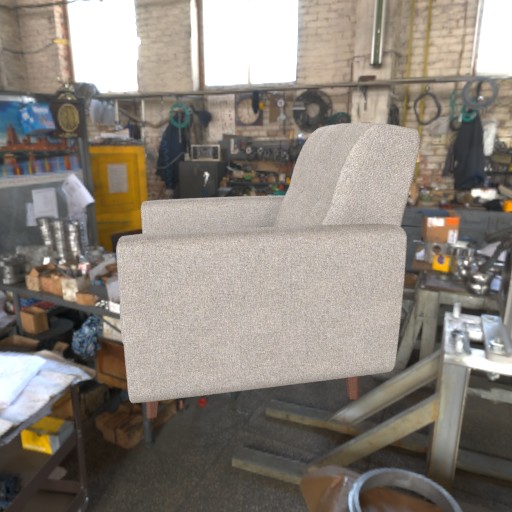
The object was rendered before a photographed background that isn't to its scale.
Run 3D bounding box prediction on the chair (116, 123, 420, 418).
[{"bbox_3d":[0.000,0.000,1.686,0.942,0.968,0.845,-2,15,-8],"label":"chair"}]
